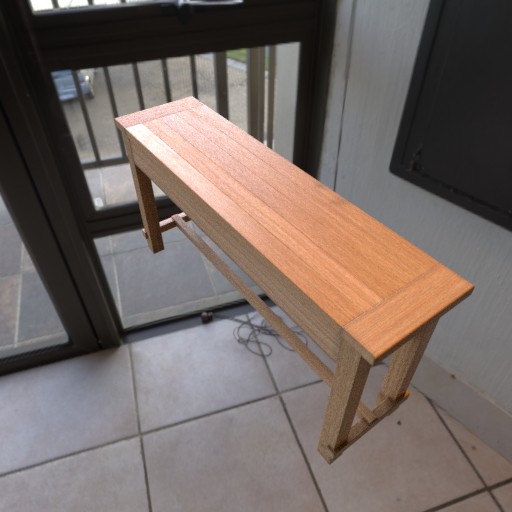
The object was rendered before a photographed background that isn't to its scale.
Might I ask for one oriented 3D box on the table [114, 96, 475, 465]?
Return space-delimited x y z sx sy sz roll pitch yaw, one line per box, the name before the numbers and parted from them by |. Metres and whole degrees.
table | 0.000 0.000 1.912 0.442 0.762 1.599 -27 49 -26
